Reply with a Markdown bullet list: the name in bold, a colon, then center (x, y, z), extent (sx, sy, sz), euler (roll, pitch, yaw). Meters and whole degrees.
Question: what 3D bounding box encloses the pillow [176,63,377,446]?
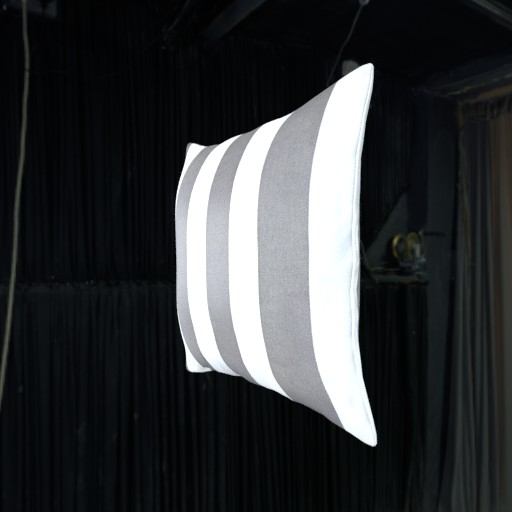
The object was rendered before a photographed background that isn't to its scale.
- **pillow**: center (0.000, 0.000, 0.784), extent (0.192, 0.507, 0.522), euler (0, 0, -36)
